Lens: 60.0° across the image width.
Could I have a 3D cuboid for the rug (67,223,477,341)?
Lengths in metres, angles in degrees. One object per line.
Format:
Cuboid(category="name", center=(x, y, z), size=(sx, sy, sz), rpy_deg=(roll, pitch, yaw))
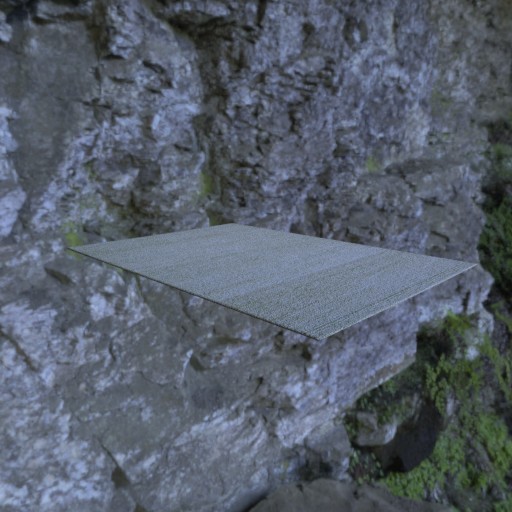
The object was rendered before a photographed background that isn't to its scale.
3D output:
Cuboid(category="rug", center=(0.000, 0.000, 5.149), size=(2.782, 0.025, 3.935), rpy_deg=(-13, 18, -43))
